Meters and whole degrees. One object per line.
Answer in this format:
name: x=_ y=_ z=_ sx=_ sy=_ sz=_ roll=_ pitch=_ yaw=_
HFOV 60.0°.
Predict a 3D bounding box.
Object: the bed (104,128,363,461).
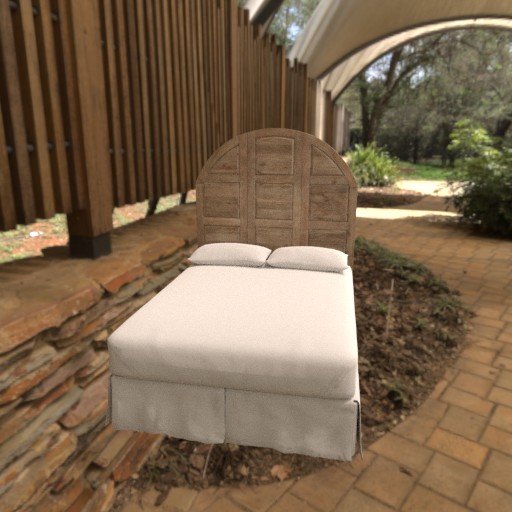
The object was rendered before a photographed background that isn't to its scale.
bed: x=0.000 y=0.000 z=3.554 sx=1.713 sy=2.002 sz=2.112 roll=3 pitch=15 yaw=10
